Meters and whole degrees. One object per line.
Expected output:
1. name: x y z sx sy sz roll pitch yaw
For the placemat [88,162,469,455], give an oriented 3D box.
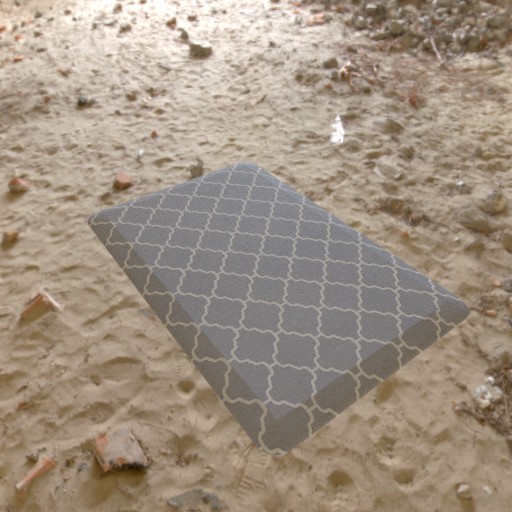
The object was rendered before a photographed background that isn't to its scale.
1. placemat: 0.000 0.000 0.977 0.508 0.021 0.762 -25 46 -27
